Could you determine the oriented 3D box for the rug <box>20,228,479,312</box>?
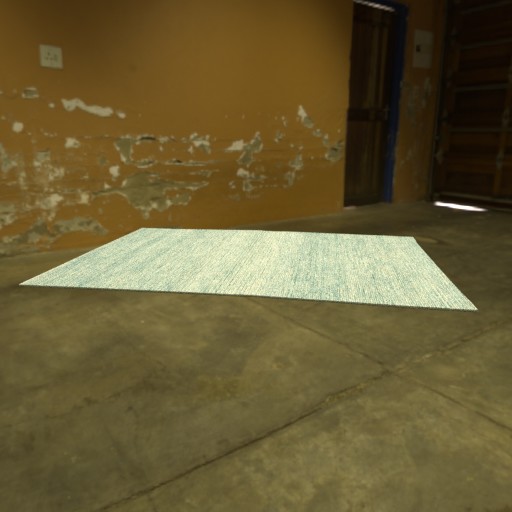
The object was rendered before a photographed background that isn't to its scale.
[{"bbox_3d":[0.000,0.000,2.949,2.306,0.030,1.613,2,15,9],"label":"rug"}]
